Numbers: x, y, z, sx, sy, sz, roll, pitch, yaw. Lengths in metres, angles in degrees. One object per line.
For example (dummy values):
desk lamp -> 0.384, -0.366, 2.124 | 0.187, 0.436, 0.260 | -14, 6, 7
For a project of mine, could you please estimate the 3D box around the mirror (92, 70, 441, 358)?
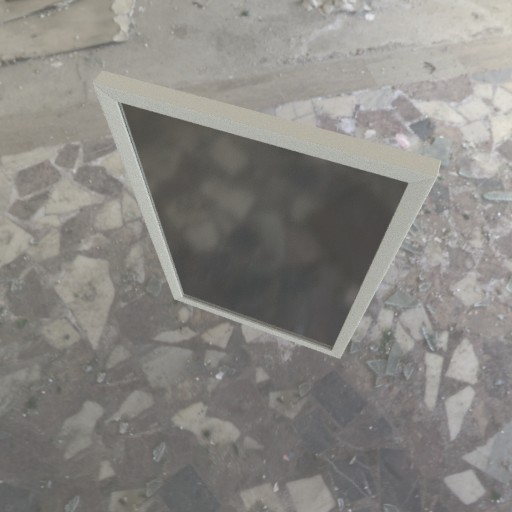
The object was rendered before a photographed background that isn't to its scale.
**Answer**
mirror -> 0.000, 0.000, 1.137 | 0.609, 0.914, 0.041 | 18, 61, 10
